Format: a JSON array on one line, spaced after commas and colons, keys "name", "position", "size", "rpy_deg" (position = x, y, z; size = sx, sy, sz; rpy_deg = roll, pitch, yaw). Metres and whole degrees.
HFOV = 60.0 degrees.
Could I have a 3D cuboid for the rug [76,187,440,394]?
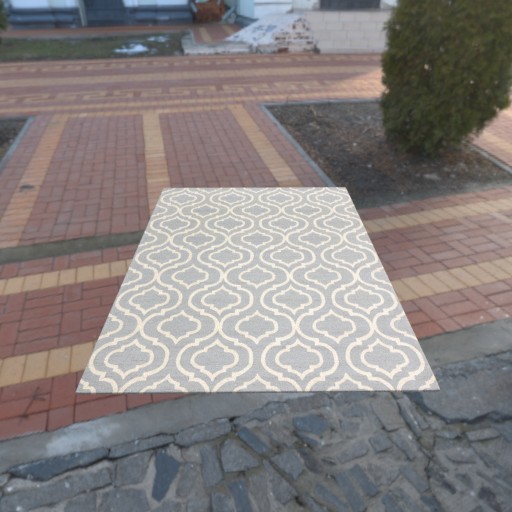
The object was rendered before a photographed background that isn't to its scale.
[{"name": "rug", "position": [0.000, 0.000, 2.643], "size": [1.451, 0.010, 2.080], "rpy_deg": [0, 31, 0]}]
